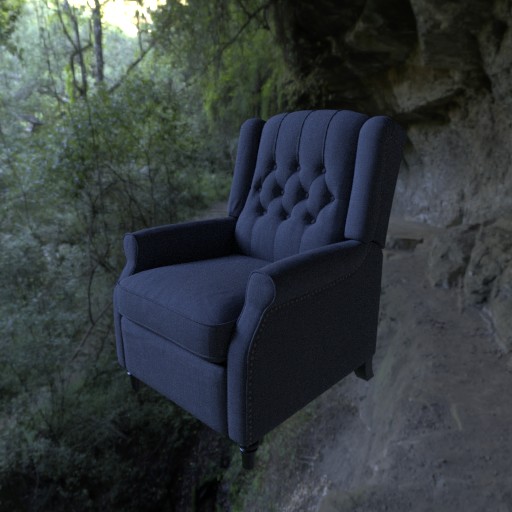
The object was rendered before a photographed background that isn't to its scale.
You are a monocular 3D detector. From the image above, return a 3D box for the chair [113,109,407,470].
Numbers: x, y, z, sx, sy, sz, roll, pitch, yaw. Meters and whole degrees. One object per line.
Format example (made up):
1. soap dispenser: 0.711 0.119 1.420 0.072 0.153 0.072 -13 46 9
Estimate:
1. chair: 0.000 0.000 1.621 0.742 1.035 0.898 15 22 41
